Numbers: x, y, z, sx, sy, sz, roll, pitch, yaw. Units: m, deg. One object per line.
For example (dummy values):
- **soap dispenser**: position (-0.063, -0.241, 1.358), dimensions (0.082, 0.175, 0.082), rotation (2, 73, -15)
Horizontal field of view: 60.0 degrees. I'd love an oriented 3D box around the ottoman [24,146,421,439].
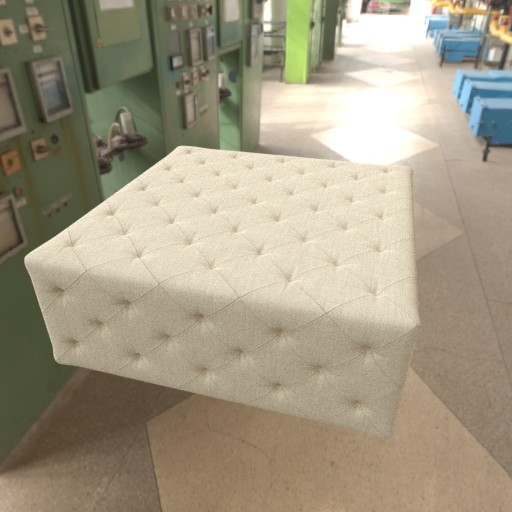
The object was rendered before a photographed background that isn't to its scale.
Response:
- **ottoman**: position (0.000, 0.000, 1.587), dimensions (1.028, 0.439, 1.028), rotation (8, 32, 13)
